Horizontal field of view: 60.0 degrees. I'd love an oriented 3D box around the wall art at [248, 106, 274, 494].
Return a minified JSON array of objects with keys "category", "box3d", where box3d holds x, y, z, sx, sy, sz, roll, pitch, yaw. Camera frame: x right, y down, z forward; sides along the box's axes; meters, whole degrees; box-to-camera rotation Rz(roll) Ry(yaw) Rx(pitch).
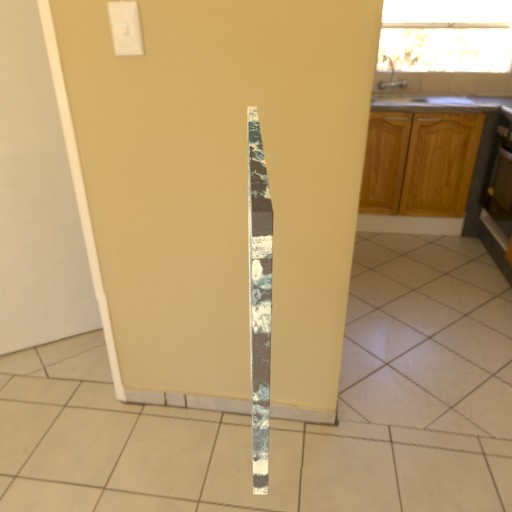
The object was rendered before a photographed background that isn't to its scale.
[{"category":"wall art","box3d":[0.000,0.000,1.927,0.055,1.017,1.524,-1,27,-1]}]
